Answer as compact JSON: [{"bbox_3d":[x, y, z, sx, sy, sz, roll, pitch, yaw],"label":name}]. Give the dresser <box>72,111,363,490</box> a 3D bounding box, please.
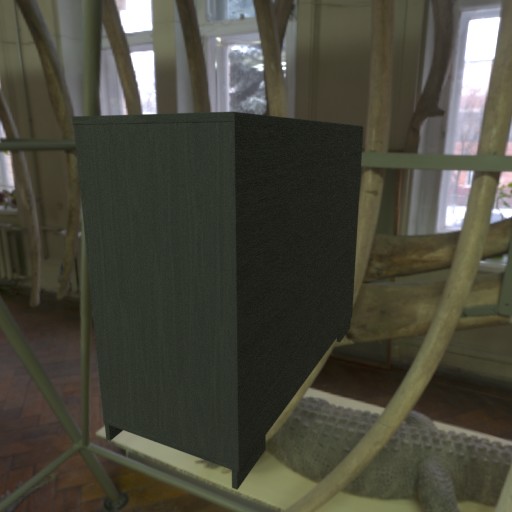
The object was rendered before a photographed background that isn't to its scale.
[{"bbox_3d":[0.000,0.000,1.413,0.404,0.816,0.994,7,16,25],"label":"dresser"}]
